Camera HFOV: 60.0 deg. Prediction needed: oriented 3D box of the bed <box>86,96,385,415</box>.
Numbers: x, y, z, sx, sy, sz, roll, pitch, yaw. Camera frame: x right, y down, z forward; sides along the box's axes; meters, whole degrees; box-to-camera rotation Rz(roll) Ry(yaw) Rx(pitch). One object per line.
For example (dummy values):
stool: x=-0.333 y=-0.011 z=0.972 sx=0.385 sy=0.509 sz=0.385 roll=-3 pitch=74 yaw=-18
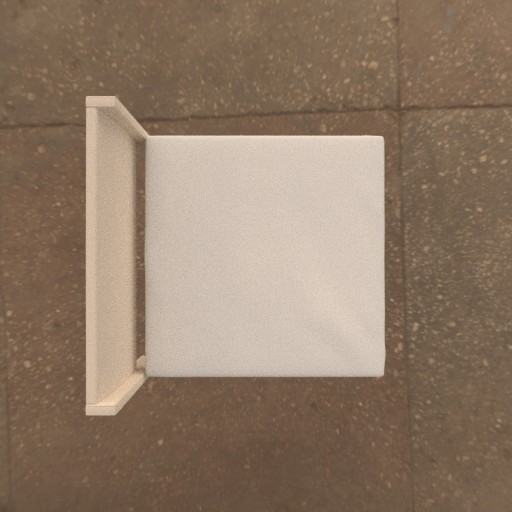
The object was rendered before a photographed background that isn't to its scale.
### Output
bed: x=0.000 y=0.000 z=3.686 sx=2.293 sy=1.471 sz=2.145 roll=0 pitch=90 yaw=0
